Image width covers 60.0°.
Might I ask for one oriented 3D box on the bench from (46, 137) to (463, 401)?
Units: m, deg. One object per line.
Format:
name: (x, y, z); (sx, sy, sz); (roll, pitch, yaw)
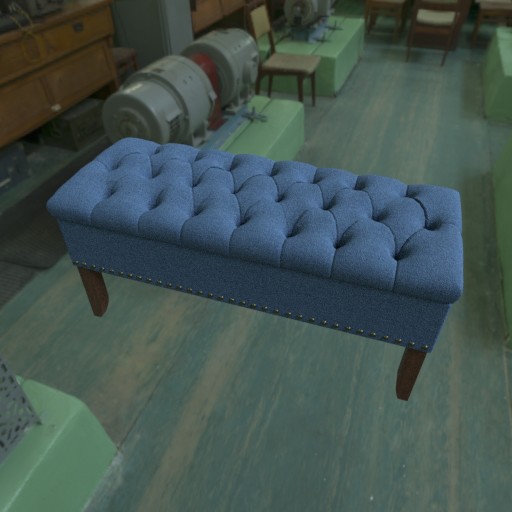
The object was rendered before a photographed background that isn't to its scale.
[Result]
bench: (0.000, 0.000, 1.331); (1.052, 0.492, 0.417); (12, 42, 14)
